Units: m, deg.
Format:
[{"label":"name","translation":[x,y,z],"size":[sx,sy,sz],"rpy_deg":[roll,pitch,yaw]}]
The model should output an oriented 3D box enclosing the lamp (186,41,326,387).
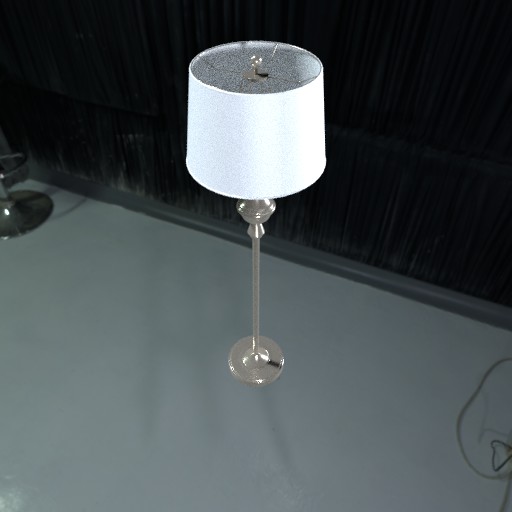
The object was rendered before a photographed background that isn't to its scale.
[{"label":"lamp","translation":[0.000,0.000,1.685],"size":[0.431,1.488,0.431],"rpy_deg":[0,45,0]}]
